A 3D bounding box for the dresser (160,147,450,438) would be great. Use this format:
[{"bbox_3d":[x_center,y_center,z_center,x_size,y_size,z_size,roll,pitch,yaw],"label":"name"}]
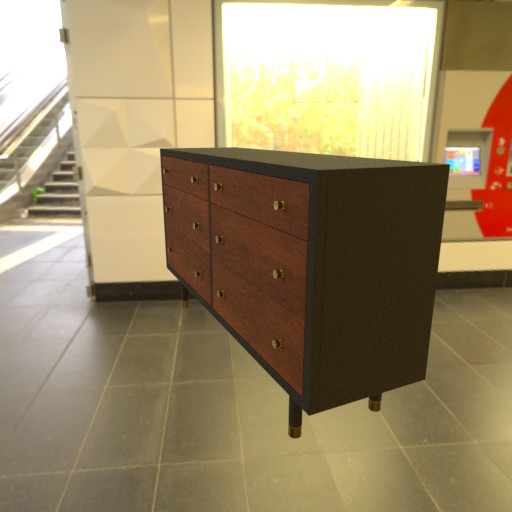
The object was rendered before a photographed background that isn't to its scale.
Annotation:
[{"bbox_3d":[0.000,0.000,1.940,0.463,0.872,1.558,-7,17,-25],"label":"dresser"}]
